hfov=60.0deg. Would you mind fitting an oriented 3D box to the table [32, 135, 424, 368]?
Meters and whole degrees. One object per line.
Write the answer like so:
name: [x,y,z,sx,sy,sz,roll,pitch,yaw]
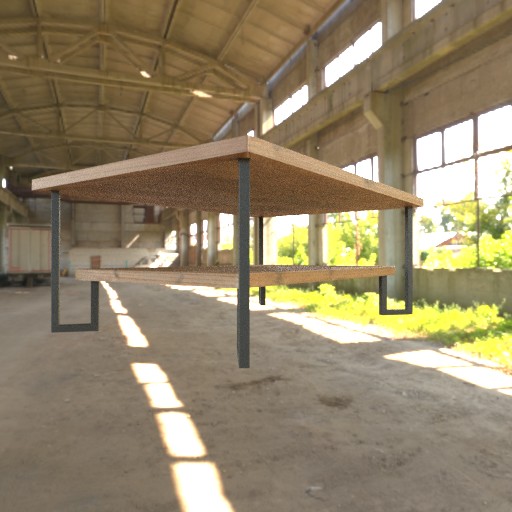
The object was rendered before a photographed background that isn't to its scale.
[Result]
table: [0.000,0.000,1.657,0.877,0.492,1.238,0,0,37]
